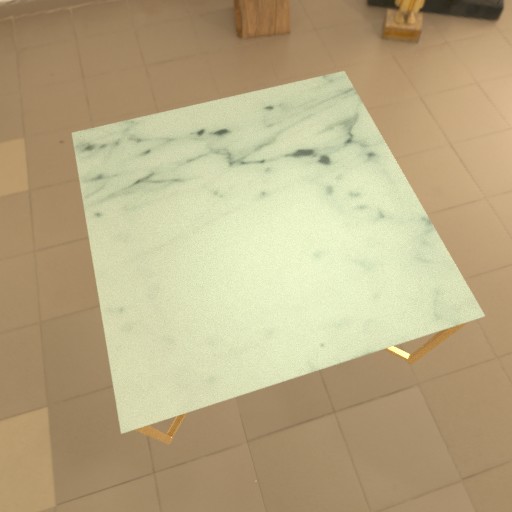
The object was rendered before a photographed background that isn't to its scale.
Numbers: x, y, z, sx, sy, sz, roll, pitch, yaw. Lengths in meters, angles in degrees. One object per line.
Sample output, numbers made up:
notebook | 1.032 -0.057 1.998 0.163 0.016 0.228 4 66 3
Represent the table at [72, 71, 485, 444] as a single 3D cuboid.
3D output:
table | 0.000 0.000 1.287 0.800 0.450 0.800 -16 64 -8
